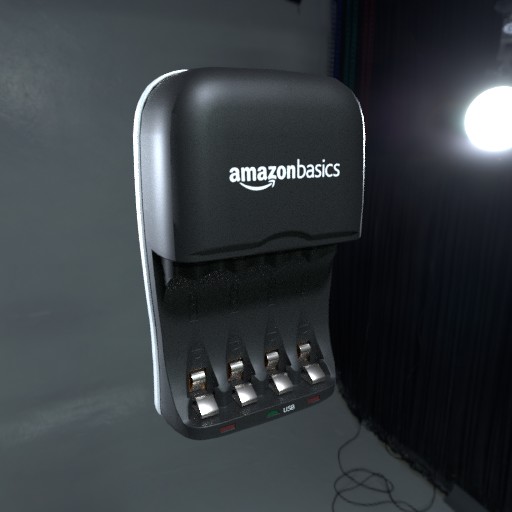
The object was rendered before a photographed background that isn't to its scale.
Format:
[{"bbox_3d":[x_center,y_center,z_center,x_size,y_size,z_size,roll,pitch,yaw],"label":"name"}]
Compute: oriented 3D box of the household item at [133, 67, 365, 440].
[{"bbox_3d":[0.000,0.000,0.146,0.070,0.114,0.038,-8,17,-27],"label":"household item"}]
